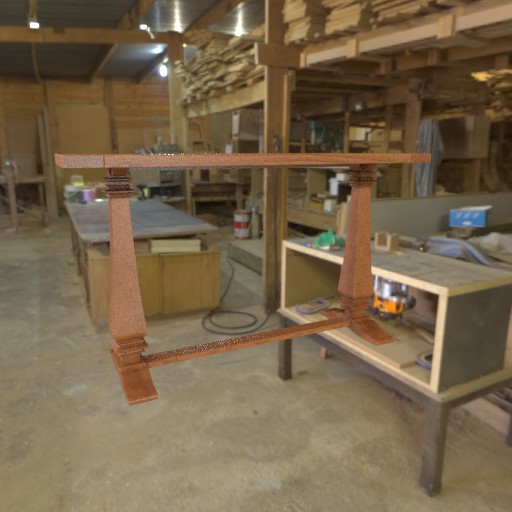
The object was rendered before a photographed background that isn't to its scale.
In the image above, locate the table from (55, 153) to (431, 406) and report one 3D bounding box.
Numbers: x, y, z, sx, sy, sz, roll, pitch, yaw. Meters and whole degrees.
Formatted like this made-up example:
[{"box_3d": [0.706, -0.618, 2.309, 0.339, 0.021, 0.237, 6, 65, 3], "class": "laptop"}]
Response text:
[{"box_3d": [0.000, 0.000, 1.897, 1.478, 0.852, 0.461, -6, 15, -25], "class": "table"}]
